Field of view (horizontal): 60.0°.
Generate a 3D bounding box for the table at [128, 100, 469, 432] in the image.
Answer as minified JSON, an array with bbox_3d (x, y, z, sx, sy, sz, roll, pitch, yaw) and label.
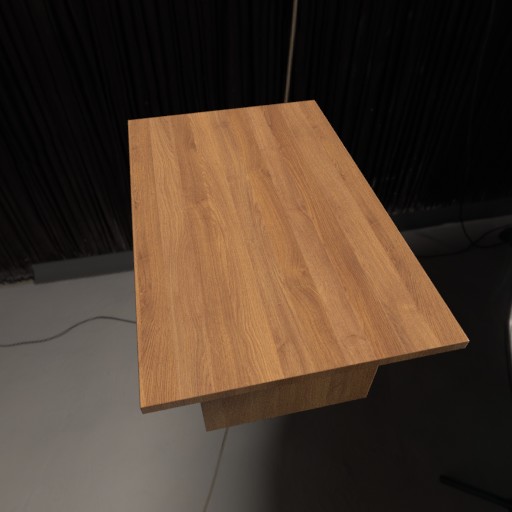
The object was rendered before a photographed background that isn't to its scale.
[{"bbox_3d":[0.000,0.000,1.433,0.700,0.442,1.100,-9,47,-9],"label":"table"}]
